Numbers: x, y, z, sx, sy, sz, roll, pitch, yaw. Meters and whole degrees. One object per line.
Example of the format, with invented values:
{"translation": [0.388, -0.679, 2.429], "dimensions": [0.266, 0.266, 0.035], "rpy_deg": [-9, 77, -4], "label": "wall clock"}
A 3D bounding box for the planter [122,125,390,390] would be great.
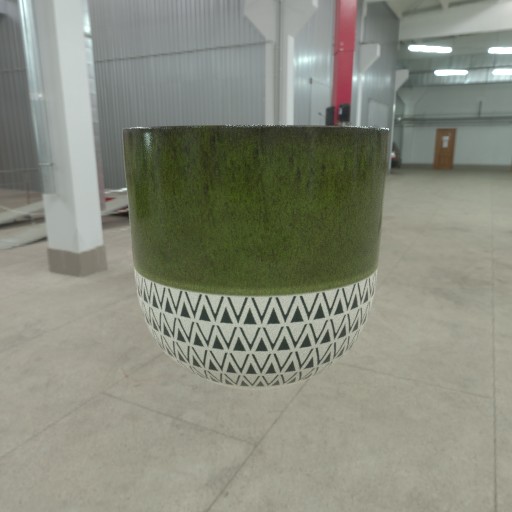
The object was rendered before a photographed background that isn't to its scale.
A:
{"translation": [0.000, 0.000, 0.491], "dimensions": [0.266, 0.270, 0.266], "rpy_deg": [0, 15, 0], "label": "planter"}
